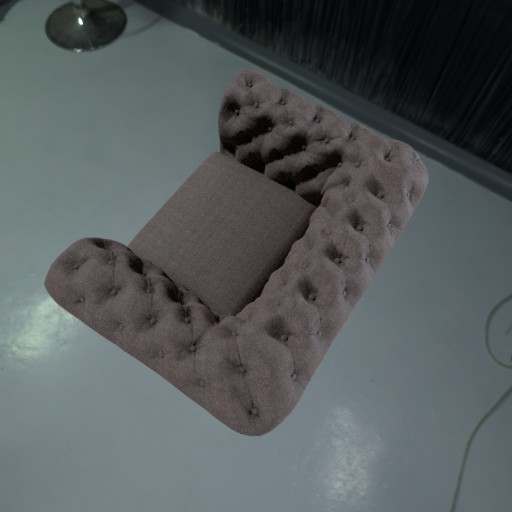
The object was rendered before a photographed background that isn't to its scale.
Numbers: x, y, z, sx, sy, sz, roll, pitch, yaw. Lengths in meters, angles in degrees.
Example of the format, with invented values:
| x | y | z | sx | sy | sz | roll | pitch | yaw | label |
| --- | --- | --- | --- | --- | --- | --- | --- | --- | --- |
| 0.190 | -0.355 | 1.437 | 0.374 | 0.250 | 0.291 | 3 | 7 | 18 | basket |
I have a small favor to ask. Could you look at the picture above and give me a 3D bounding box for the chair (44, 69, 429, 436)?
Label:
| x | y | z | sx | sy | sz | roll | pitch | yaw | label |
| --- | --- | --- | --- | --- | --- | --- | --- | --- | --- |
| 0.000 | 0.000 | 1.913 | 0.945 | 0.780 | 1.298 | 32 | 68 | 15 | chair |
